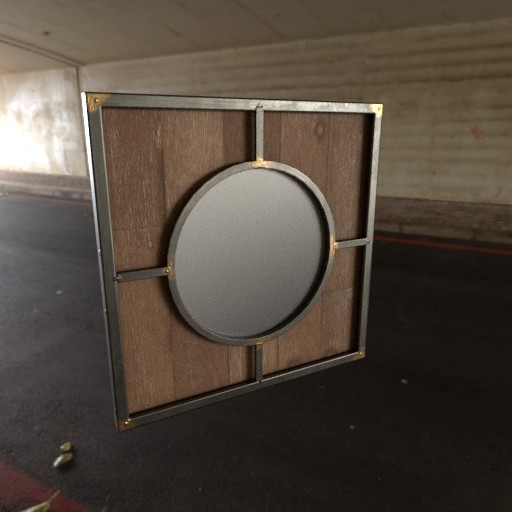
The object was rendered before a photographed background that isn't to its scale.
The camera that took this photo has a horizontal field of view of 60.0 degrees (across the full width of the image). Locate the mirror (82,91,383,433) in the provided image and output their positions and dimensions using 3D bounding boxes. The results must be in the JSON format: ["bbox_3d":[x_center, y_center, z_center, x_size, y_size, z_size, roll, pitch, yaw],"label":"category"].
[{"bbox_3d":[0.000,0.000,0.568,0.382,0.381,0.020,-8,18,-27],"label":"mirror"}]
